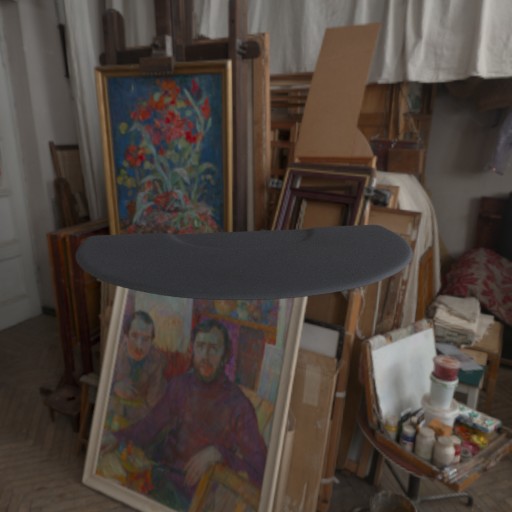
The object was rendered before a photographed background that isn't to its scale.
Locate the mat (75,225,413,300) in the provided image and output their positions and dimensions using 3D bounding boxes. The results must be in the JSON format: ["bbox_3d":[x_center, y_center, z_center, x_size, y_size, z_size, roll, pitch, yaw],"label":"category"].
[{"bbox_3d":[0.000,0.000,1.850,1.525,0.022,0.917,-3,17,-9],"label":"mat"}]
